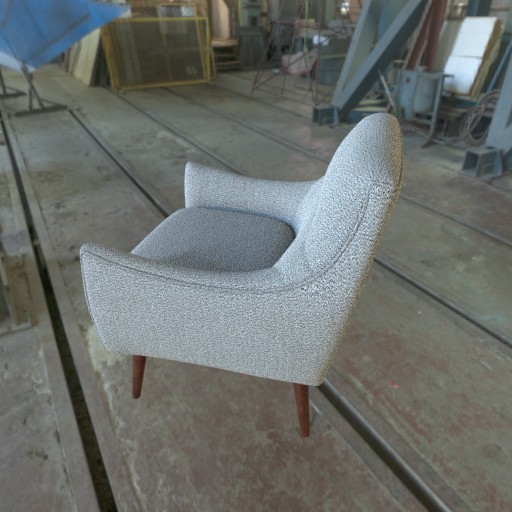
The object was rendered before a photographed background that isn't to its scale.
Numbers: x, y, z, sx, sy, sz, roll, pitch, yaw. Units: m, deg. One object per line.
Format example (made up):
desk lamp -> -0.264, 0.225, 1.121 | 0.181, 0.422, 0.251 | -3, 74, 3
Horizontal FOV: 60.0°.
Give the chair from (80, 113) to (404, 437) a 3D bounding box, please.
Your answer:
chair -> 0.000, 0.000, 1.416 | 0.787, 0.838, 0.762 | 8, 31, 13
